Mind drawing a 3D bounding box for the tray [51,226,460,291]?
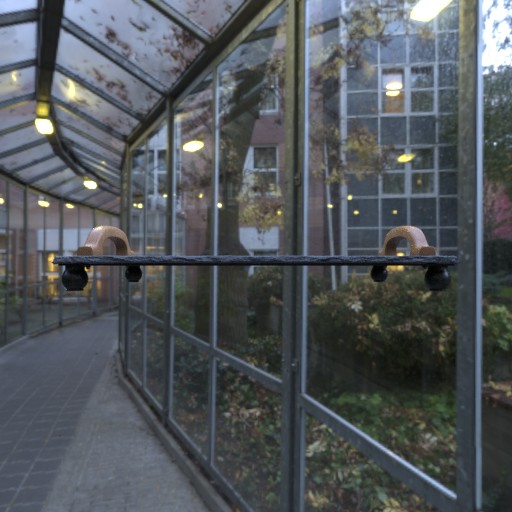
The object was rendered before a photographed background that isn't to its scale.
[{"bbox_3d":[0.000,0.000,0.466,0.387,0.062,0.231,0,-1,0],"label":"tray"}]
